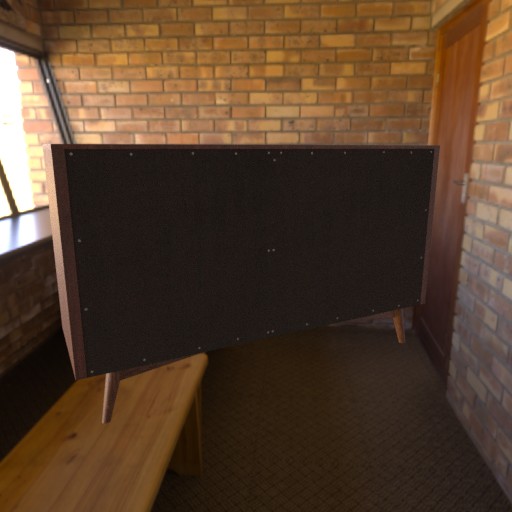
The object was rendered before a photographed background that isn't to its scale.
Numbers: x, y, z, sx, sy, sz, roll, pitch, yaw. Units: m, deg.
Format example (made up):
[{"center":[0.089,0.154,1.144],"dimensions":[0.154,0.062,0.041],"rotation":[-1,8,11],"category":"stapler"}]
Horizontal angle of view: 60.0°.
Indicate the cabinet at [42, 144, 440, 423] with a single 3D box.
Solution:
[{"center":[0.000,0.000,1.937],"dimensions":[1.575,0.940,0.505],"rotation":[-7,15,-27],"category":"cabinet"}]
